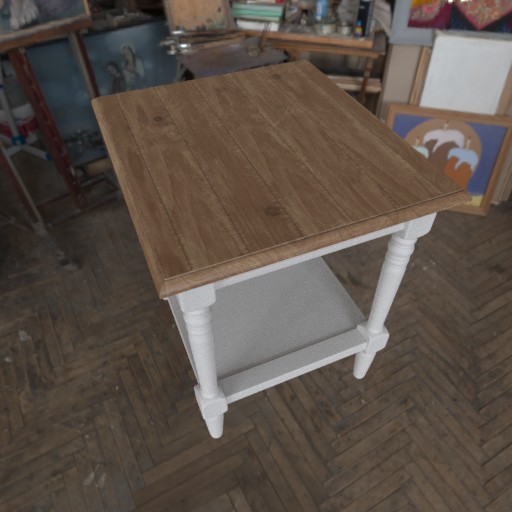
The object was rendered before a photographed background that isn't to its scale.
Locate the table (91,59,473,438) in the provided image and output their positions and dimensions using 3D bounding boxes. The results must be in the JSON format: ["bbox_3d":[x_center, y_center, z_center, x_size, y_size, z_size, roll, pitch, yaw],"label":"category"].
[{"bbox_3d":[0.000,0.000,0.926,0.457,0.561,0.508,-17,48,-16],"label":"table"}]
